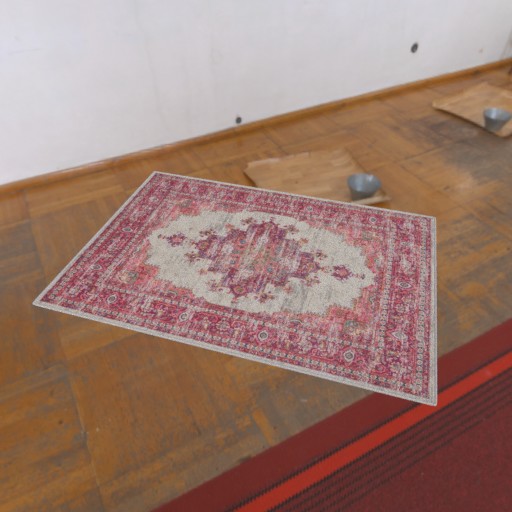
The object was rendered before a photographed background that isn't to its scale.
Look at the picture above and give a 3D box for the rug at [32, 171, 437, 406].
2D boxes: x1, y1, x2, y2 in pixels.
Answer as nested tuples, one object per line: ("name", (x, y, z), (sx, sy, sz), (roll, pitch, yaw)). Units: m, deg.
("rug", (0.000, 0.000, 2.867), (2.232, 0.011, 1.555), (11, 42, 13))
